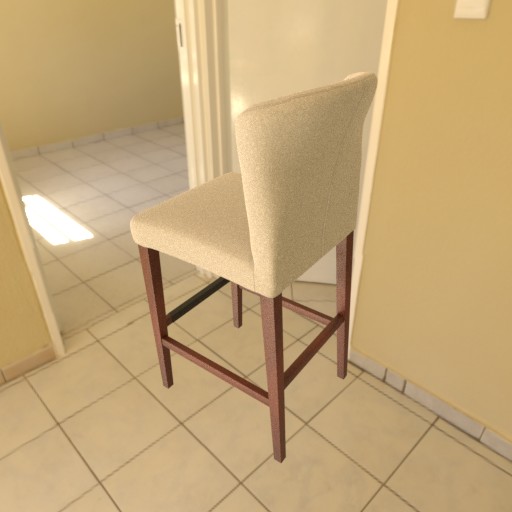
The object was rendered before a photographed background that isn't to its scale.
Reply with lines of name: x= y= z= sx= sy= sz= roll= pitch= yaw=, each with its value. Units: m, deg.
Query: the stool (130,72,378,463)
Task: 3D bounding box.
stool: x=0.000 y=0.000 z=1.342 sx=0.568 sy=1.069 sz=0.479 roll=21 pitch=37 yaw=30
